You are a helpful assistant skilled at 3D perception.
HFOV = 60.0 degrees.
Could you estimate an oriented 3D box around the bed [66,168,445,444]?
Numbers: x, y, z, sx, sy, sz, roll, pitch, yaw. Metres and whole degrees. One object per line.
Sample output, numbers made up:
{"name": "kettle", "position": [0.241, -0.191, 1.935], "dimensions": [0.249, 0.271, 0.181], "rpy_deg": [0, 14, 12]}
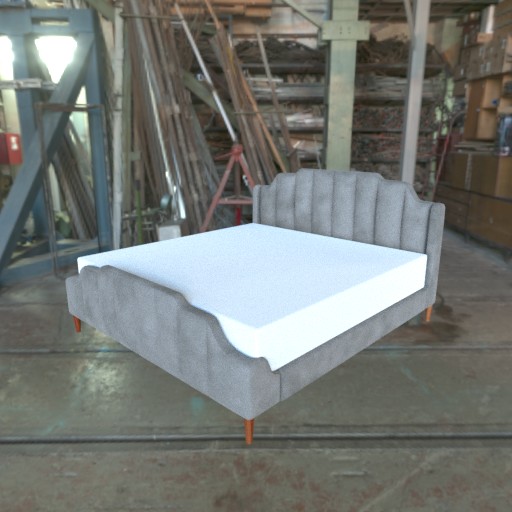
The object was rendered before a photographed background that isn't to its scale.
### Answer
{"name": "bed", "position": [0.000, 0.000, 3.600], "dimensions": [2.074, 1.245, 2.340], "rpy_deg": [14, 21, 42]}
